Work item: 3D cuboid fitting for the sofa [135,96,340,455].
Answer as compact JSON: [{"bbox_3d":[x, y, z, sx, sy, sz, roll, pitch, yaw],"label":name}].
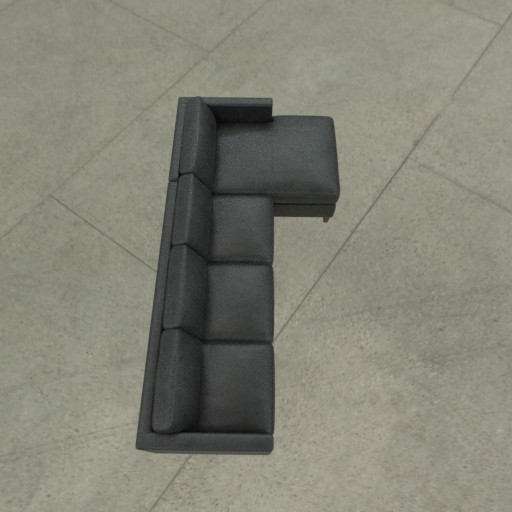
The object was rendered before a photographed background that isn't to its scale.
[{"bbox_3d":[0.000,0.000,3.931,1.581,0.883,3.203,1,64,0],"label":"sofa"}]
